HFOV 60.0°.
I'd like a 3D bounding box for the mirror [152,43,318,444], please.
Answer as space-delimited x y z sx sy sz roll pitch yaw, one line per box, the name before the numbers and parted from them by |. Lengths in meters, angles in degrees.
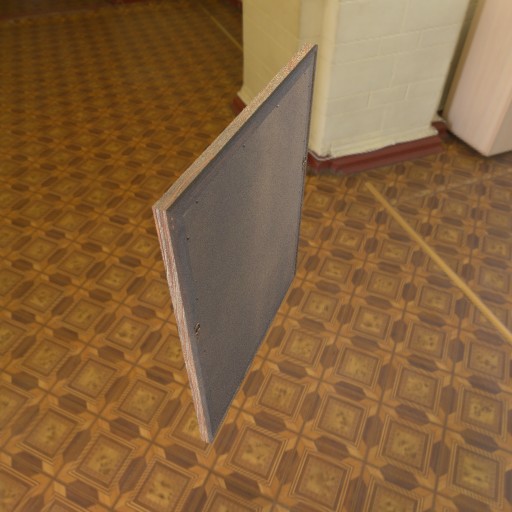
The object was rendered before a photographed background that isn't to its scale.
mirror | 0.000 0.000 1.224 0.032 0.882 0.730 17 48 16
